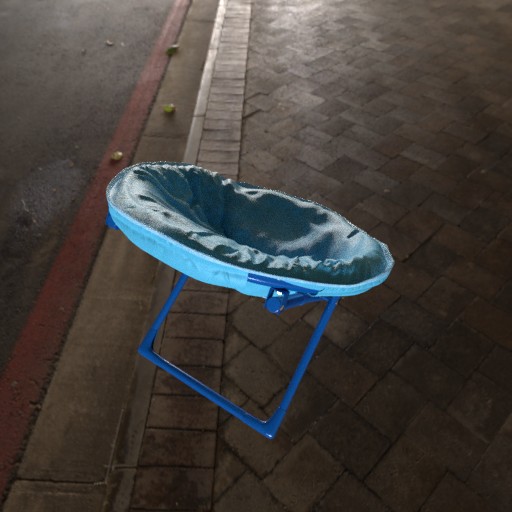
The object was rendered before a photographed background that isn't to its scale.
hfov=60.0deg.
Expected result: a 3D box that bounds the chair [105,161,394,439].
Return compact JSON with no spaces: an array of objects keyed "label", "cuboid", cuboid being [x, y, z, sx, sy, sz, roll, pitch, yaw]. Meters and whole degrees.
[{"label":"chair","cuboid":[0.000,0.000,0.898,0.520,0.478,0.465,26,51,22]}]
